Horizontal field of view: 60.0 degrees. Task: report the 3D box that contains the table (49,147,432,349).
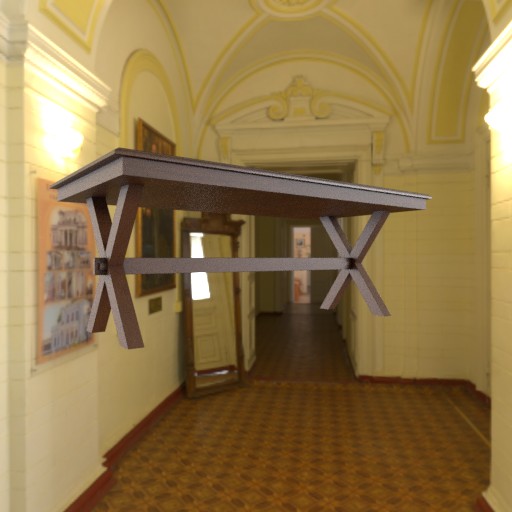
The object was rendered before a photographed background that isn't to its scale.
[{"bbox_3d":[0.000,0.000,1.533,1.197,0.459,0.594,0,0,-37],"label":"table"}]
